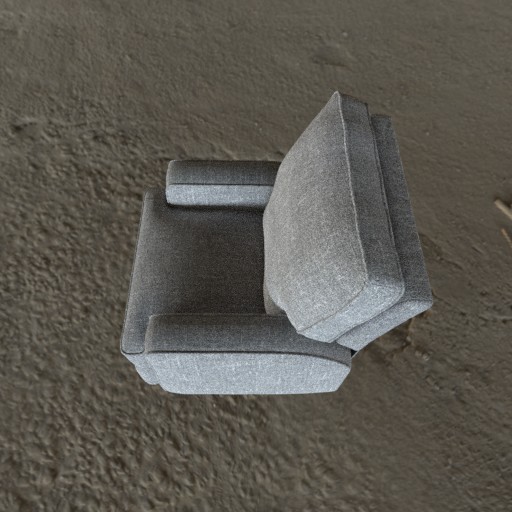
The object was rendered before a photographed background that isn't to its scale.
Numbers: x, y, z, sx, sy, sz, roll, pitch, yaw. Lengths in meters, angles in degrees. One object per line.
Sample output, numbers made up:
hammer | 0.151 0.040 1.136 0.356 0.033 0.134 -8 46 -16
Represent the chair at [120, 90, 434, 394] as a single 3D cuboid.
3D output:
chair | 0.000 0.000 1.690 0.964 0.962 0.861 0 59 0
